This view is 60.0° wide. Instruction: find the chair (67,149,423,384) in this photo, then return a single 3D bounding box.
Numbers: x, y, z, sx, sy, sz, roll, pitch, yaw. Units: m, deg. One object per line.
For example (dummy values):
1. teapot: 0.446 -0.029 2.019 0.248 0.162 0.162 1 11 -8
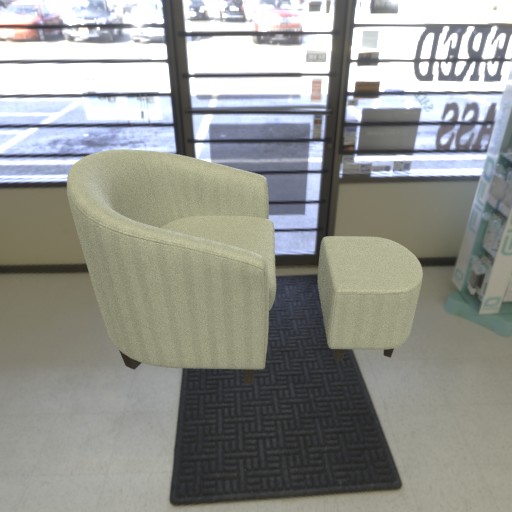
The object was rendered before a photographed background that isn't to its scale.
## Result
1. chair: 0.000 0.000 1.736 1.288 0.757 0.756 1 31 1
